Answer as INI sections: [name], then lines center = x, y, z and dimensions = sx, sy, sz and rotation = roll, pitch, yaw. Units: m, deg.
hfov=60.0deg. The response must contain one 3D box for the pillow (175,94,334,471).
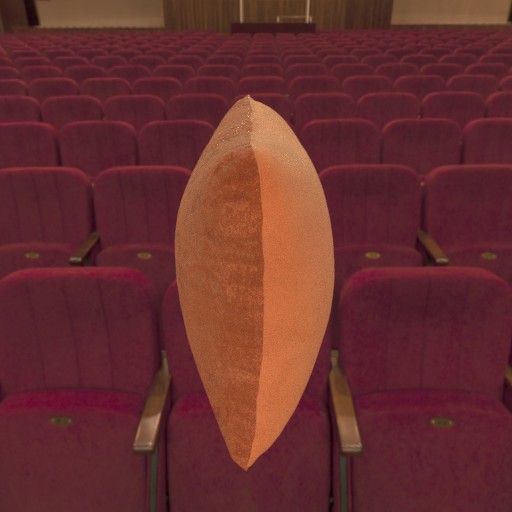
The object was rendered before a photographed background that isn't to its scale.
[pillow]
center = 0.000, 0.000, 0.715
dimensions = 0.245, 0.448, 0.450
rotation = 0, 27, 1
